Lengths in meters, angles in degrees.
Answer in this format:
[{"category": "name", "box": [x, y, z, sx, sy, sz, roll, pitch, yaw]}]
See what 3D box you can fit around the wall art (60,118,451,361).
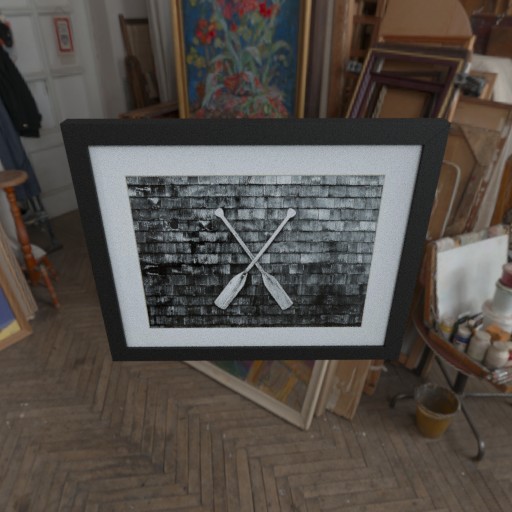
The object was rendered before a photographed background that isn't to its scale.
[{"category": "wall art", "box": [0.000, 0.000, 0.760, 0.558, 0.457, 0.029, 0, 31, 0]}]
